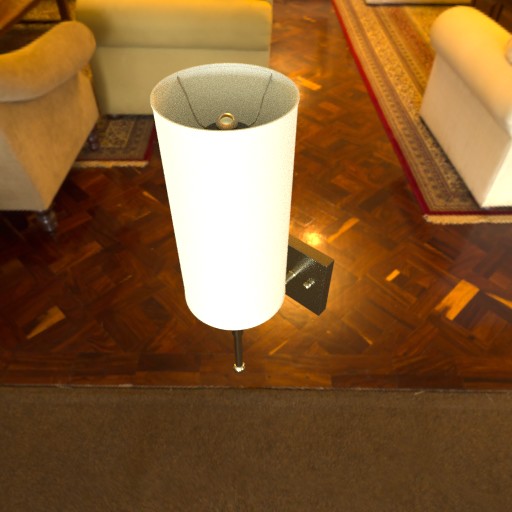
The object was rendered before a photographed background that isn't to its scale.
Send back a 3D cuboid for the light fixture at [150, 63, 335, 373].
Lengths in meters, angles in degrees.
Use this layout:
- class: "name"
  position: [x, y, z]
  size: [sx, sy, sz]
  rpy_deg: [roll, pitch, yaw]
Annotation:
- class: "light fixture"
  position: [0.000, 0.000, 0.568]
  size: [0.128, 0.462, 0.208]
  rpy_deg: [32, 54, 28]
